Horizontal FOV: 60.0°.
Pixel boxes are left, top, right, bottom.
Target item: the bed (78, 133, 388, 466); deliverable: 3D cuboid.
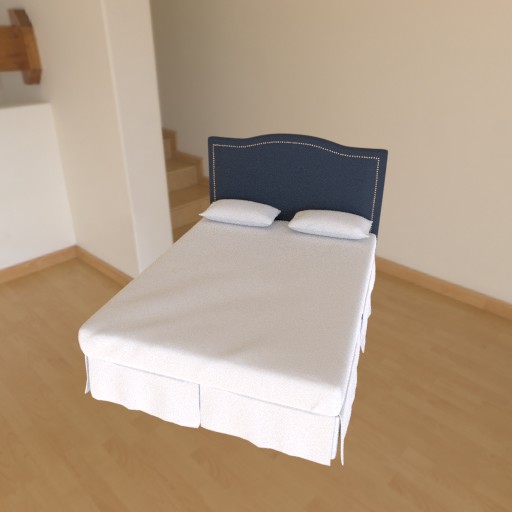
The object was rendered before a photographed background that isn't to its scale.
[{"bbox_3d":[0.000,0.000,3.469,1.821,1.436,2.282,9,29,16],"label":"bed"}]
